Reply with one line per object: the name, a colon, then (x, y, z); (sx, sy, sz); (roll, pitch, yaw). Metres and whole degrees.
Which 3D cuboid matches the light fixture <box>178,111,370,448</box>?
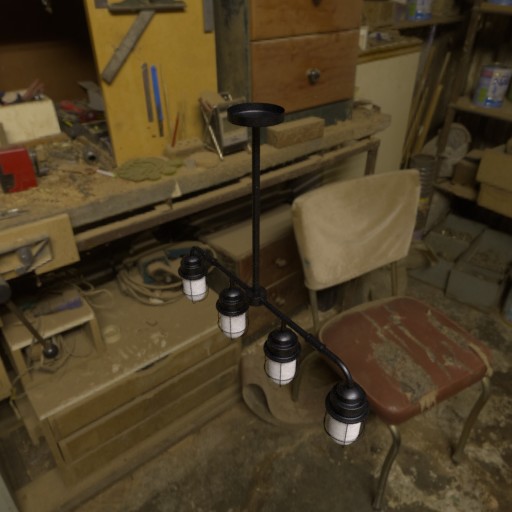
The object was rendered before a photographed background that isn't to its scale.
light fixture: (0.000, 0.000, 1.214); (0.131, 0.785, 0.852); (-22, 39, -31)
